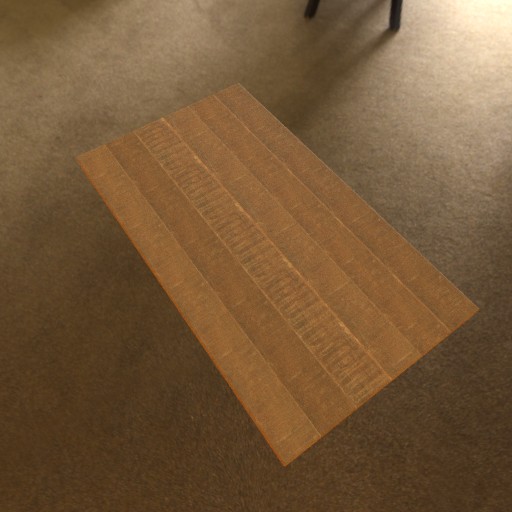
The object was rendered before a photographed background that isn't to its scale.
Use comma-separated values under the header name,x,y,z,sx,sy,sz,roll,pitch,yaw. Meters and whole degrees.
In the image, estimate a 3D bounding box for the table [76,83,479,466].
name,x,y,z,sx,sy,sz,roll,pitch,yaw
table,0.000,0.000,1.814,0.800,0.440,1.400,-31,64,-18
